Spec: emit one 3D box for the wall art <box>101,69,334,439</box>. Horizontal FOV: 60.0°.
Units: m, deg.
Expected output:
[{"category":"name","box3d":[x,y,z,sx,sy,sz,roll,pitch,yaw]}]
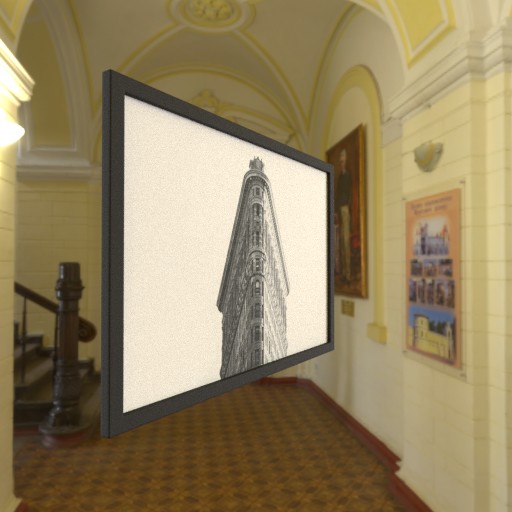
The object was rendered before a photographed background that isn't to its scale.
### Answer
[{"category":"wall art","box3d":[0.000,0.000,1.195,0.049,0.659,0.964,-1,-1,36]}]
